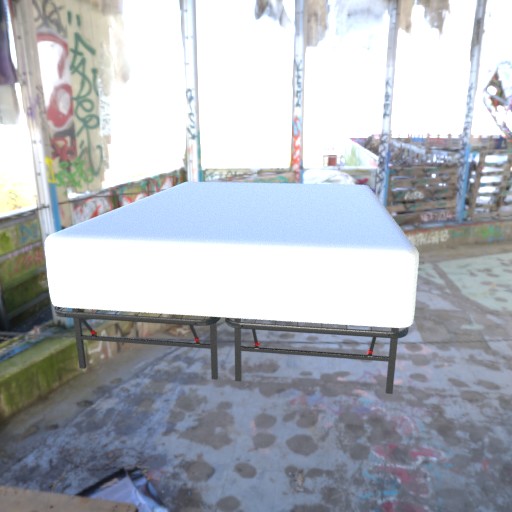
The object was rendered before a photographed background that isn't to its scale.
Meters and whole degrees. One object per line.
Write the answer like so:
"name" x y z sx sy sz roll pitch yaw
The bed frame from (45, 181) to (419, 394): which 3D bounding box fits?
"bed frame" 0.000 0.000 2.762 1.528 0.677 2.037 2 16 8
